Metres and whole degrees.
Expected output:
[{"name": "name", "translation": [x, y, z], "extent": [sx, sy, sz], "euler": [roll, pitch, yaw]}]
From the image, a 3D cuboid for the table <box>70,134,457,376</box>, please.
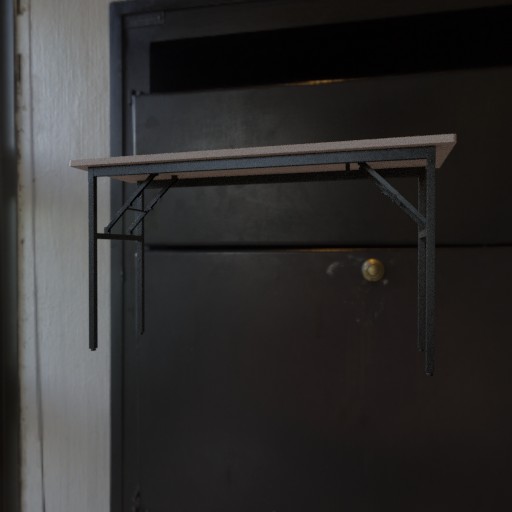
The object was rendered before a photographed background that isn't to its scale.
[{"name": "table", "translation": [0.000, 0.000, 1.755], "extent": [1.397, 0.750, 0.447], "euler": [0, 1, 16]}]
